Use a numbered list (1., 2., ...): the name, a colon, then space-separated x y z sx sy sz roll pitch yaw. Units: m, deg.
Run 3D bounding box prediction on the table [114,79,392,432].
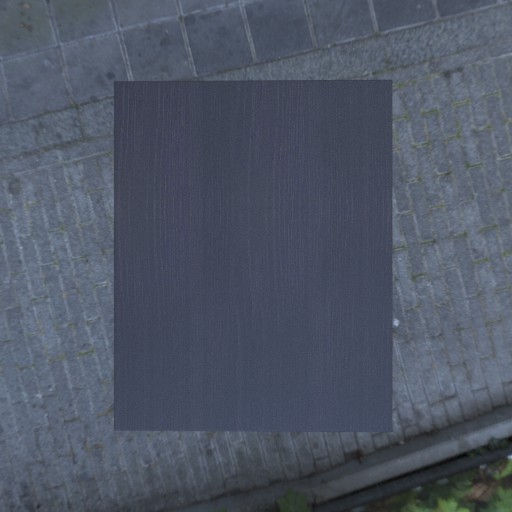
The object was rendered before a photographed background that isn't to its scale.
1. table: 0.000 0.000 0.923 0.381 0.635 0.480 0 90 1
